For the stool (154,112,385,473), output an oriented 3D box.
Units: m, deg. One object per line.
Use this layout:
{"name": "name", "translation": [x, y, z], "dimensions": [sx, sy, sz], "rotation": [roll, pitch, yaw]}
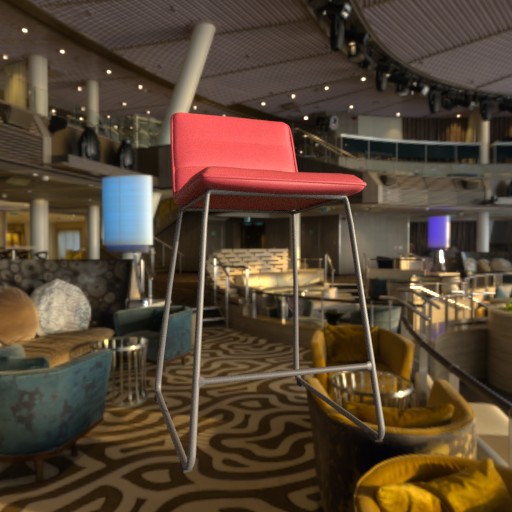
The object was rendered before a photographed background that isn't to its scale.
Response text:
{"name": "stool", "translation": [0.000, 0.000, 1.180], "dimensions": [0.489, 0.866, 0.524], "rotation": [0, 1, -18]}
